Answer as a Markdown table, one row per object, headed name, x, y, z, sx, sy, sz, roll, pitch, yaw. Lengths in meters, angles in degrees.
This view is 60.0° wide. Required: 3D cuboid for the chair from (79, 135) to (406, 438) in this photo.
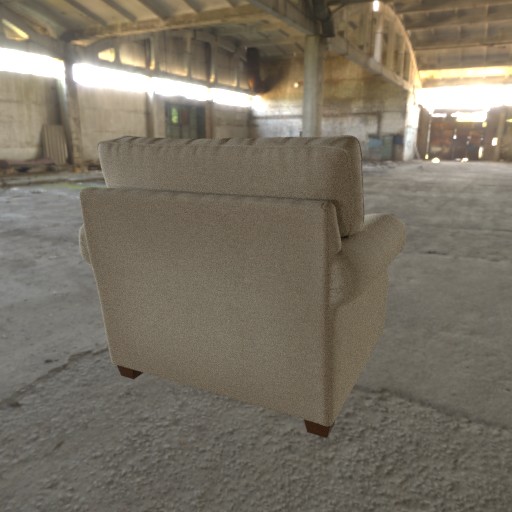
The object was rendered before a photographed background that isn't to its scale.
| name | x | y | z | sx | sy | sz | roll | pitch | yaw |
| --- | --- | --- | --- | --- | --- | --- | --- | --- | --- |
| chair | 0.000 | 0.000 | 1.836 | 1.092 | 0.961 | 0.965 | 7 | 16 | 26 |
